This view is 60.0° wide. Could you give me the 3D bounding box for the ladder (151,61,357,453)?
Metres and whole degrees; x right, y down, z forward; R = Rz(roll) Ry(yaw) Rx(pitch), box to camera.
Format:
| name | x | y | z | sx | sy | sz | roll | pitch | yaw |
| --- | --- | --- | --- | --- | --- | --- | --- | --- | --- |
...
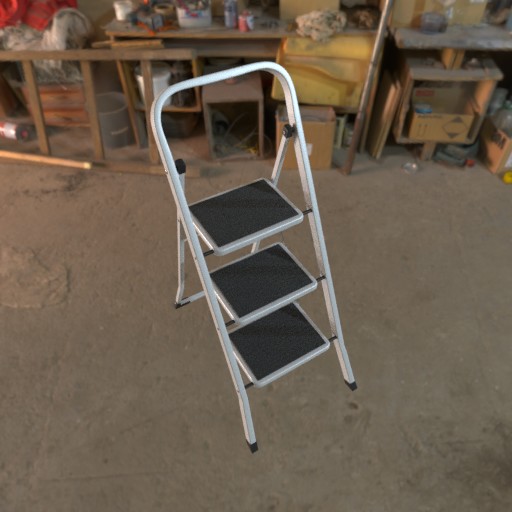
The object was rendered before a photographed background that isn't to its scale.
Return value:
| name | x | y | z | sx | sy | sz | roll | pitch | yaw |
| --- | --- | --- | --- | --- | --- | --- | --- | --- | --- |
| ladder | 0.000 | 0.000 | 1.408 | 0.460 | 1.050 | 0.711 | -24 | 51 | -21 |
